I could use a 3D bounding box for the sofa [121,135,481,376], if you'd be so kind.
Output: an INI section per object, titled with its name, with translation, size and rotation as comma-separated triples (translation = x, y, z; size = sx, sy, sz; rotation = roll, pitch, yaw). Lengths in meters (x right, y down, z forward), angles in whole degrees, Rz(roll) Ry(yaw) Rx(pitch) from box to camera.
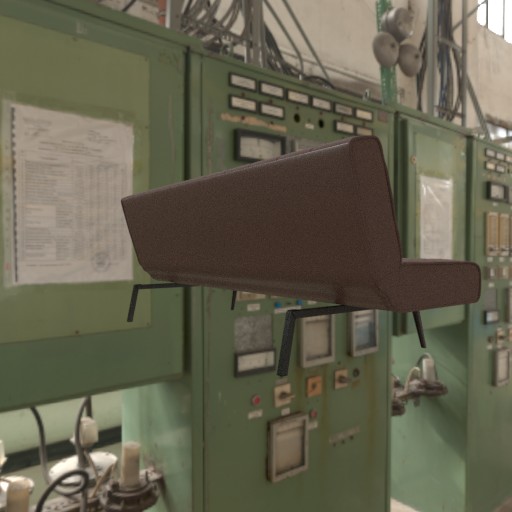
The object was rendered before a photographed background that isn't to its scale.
[sofa]
translation = 0.000, 0.000, 2.044
size = 0.747, 0.699, 1.703
rotation = -1, 1, -37
